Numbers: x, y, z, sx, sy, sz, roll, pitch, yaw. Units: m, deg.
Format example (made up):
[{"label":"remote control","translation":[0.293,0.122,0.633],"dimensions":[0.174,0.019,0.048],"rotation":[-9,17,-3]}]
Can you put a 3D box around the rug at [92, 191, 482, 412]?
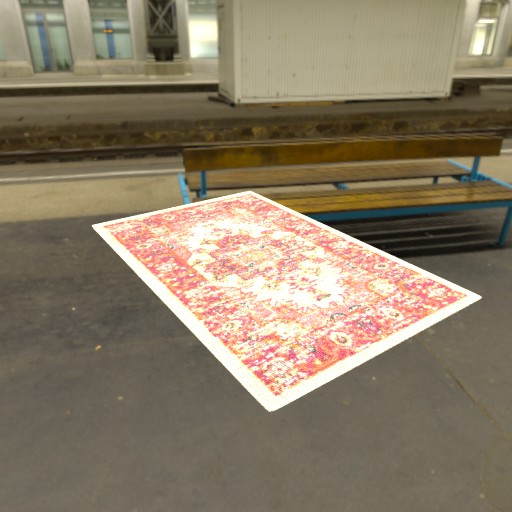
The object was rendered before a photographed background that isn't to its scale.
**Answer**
[{"label":"rug","translation":[0.000,0.000,1.105],"dimensions":[0.556,0.004,0.868],"rotation":[-17,31,-31]}]
